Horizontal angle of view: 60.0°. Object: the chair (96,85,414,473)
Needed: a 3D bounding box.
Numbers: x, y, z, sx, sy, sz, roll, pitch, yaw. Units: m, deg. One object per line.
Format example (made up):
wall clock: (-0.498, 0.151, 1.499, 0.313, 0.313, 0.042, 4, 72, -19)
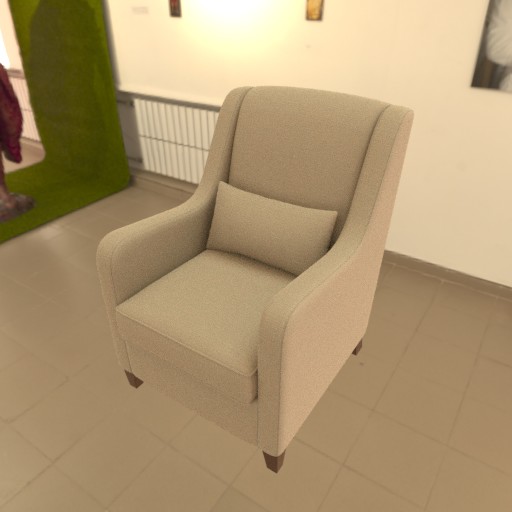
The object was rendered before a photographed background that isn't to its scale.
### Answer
chair: (0.000, 0.000, 1.592, 0.715, 1.017, 0.896, 19, 36, 28)
